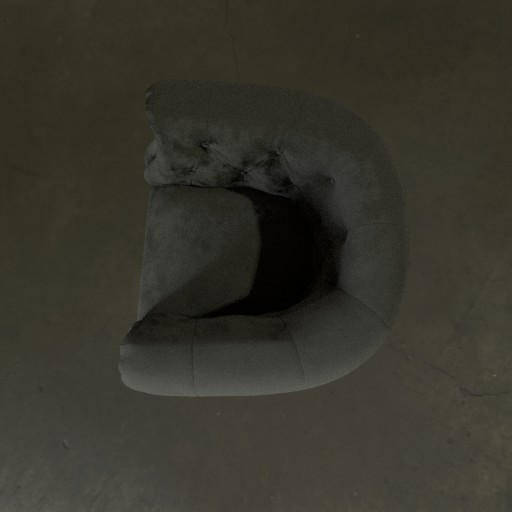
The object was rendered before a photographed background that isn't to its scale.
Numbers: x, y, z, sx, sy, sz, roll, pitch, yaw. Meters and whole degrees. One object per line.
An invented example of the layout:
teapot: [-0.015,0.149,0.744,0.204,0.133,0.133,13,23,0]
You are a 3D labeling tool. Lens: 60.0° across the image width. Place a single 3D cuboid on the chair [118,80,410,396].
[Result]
chair: [0.000,0.000,1.549,0.851,0.826,0.904,2,77,0]
